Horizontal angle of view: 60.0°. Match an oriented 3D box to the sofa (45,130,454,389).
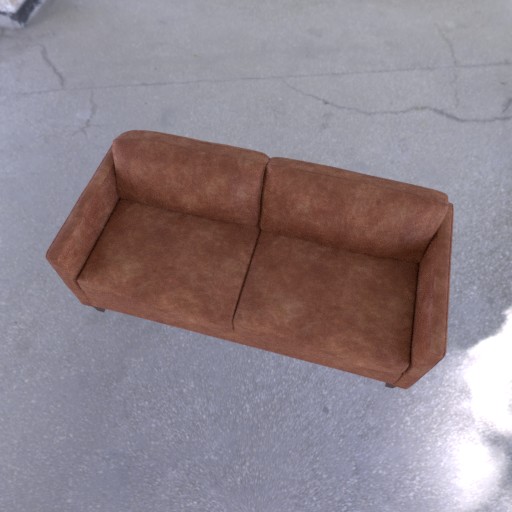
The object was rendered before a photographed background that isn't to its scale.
[{"bbox_3d":[0.000,0.000,2.478,1.971,0.863,0.923,13,60,8],"label":"sofa"}]
